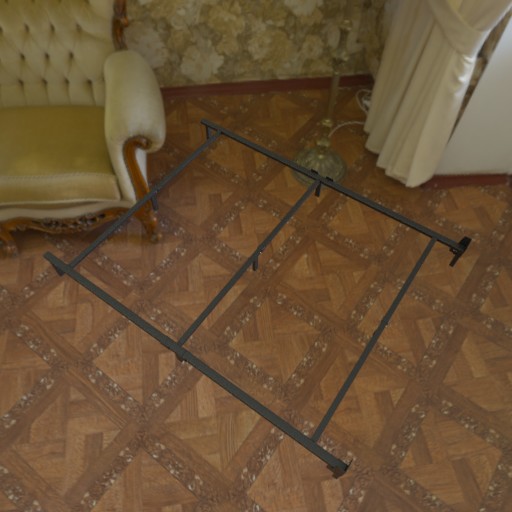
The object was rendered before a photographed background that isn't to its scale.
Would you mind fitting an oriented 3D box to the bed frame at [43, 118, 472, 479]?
[{"bbox_3d":[0.000,0.000,2.634,1.990,0.248,1.498,31,62,19],"label":"bed frame"}]
